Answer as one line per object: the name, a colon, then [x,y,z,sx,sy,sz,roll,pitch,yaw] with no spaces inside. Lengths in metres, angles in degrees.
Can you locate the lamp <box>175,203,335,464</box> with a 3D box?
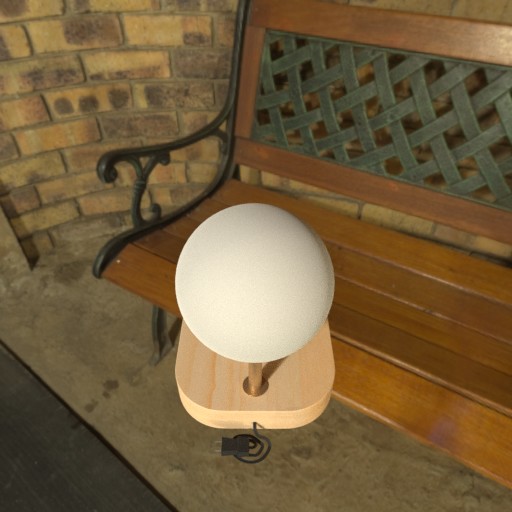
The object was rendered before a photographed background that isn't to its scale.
lamp: [0.000,0.000,0.473,0.173,0.253,0.331,0,42,0]
